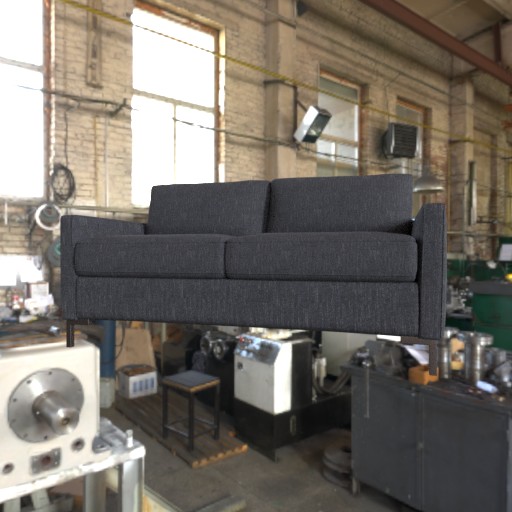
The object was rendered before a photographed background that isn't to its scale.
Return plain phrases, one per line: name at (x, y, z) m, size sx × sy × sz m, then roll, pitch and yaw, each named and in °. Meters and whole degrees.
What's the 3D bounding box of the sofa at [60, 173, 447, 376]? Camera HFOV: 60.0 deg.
sofa at (0.000, 0.000, 2.230) m, size 1.716 × 0.862 × 0.866 m, roll 0°, pitch 0°, yaw 18°
